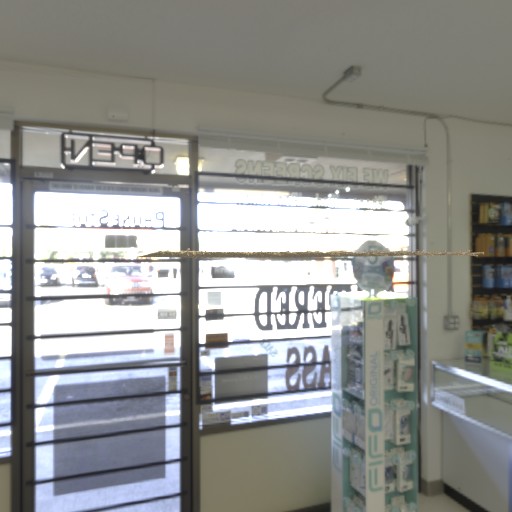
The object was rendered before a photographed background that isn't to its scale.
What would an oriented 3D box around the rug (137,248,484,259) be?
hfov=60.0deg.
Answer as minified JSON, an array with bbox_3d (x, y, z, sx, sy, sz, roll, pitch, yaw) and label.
[{"bbox_3d":[0.000,0.000,3.086,1.528,0.034,2.523,0,-1,-17],"label":"rug"}]
